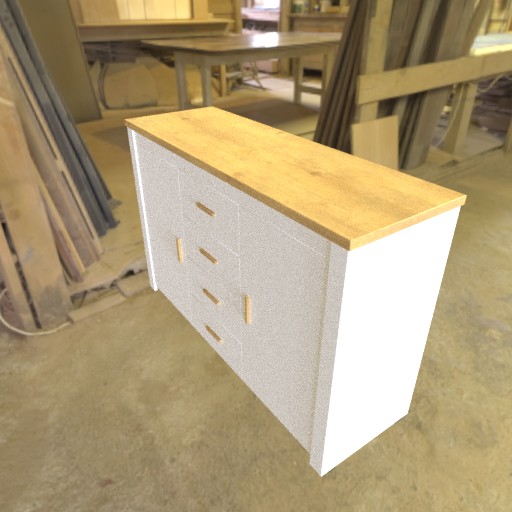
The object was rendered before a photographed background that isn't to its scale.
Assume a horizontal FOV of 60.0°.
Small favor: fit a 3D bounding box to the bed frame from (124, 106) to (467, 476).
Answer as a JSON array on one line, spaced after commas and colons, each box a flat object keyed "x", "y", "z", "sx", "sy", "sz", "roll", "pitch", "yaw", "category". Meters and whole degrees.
[{"x": 0.000, "y": 0.000, "z": 1.724, "sx": 0.430, "sy": 0.850, "sz": 1.300, "roll": -20, "pitch": 36, "yaw": -30, "category": "bed frame"}]
